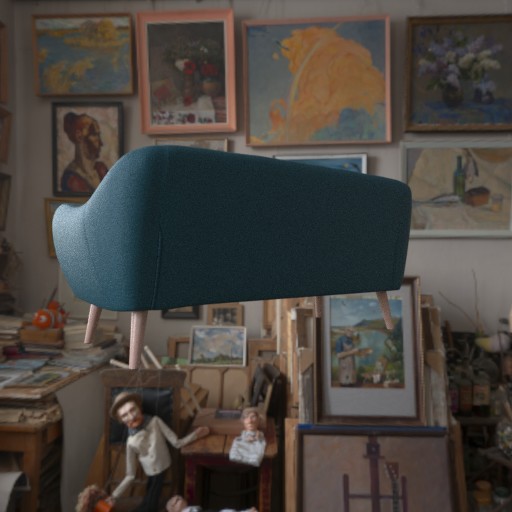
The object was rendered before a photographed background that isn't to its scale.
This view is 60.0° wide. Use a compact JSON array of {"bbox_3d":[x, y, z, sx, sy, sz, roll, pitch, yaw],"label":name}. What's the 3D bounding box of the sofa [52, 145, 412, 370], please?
[{"bbox_3d":[0.000,0.000,2.302,1.840,0.836,0.820,0,0,-36],"label":"sofa"}]
